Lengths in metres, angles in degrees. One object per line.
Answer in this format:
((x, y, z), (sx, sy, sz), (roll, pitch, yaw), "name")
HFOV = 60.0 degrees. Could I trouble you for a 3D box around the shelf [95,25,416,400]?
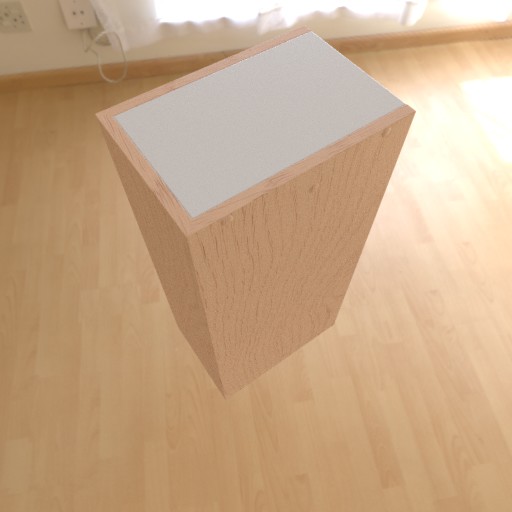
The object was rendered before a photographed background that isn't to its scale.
((0.000, 0.000, 0.739), (0.290, 0.600, 0.200), (-31, 63, -17), "shelf")
